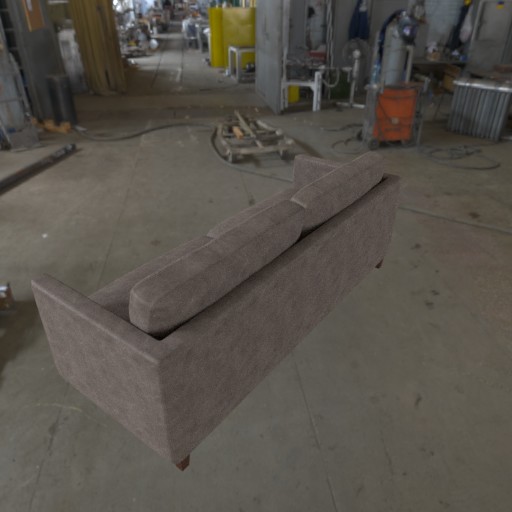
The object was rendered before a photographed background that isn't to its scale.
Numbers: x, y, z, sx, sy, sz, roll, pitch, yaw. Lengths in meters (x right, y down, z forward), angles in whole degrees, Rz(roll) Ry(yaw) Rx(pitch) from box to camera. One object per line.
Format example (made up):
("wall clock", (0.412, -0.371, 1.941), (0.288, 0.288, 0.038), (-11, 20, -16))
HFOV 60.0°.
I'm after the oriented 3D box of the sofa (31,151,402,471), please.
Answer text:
("sofa", (0.000, 0.000, 2.844), (0.951, 0.965, 2.434), (21, 37, 31))
